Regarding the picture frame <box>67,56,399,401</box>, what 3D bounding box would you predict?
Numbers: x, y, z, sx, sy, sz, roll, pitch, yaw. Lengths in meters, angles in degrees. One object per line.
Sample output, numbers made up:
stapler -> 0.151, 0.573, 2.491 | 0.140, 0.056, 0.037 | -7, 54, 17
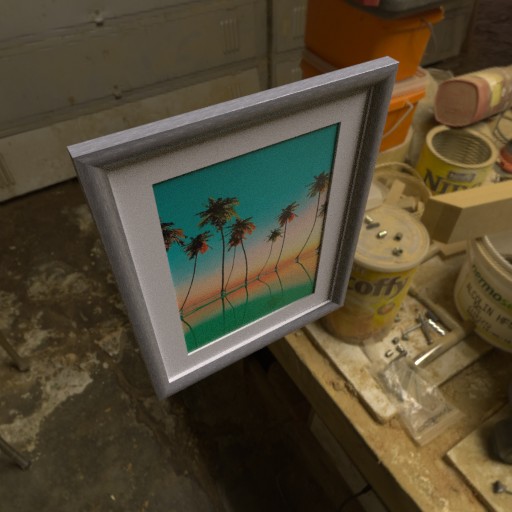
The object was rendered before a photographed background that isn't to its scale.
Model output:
picture frame -> 0.000, 0.000, 0.747 | 0.454, 0.559, 0.029 | -23, 51, -21
